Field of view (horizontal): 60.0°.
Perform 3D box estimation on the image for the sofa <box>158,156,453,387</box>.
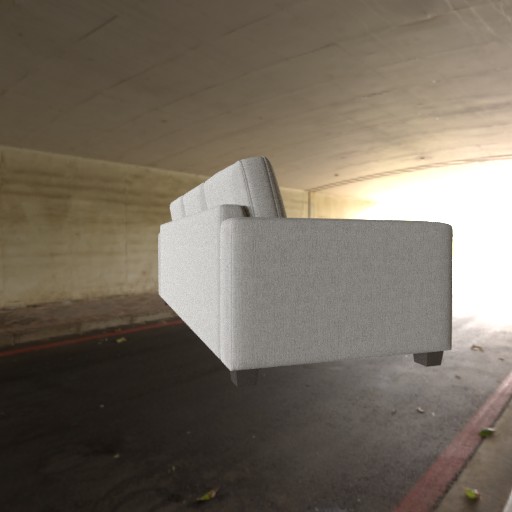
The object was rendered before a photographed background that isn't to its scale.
[{"bbox_3d":[0.000,0.000,2.570,0.900,0.800,2.160,-1,2,-18],"label":"sofa"}]
